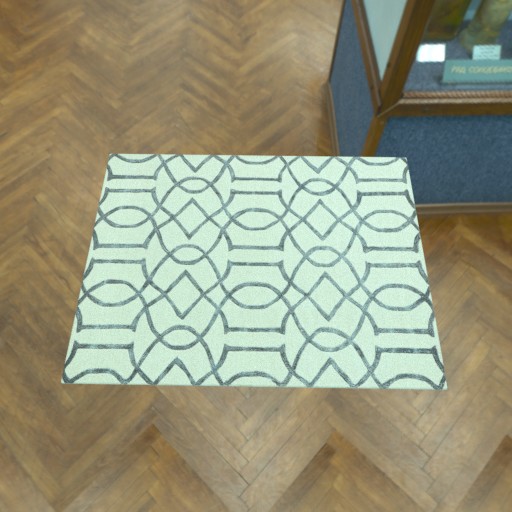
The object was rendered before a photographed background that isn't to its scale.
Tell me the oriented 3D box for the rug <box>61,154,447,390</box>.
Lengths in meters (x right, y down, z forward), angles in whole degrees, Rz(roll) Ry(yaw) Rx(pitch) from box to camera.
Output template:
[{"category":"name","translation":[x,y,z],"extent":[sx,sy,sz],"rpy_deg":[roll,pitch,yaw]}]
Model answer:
[{"category":"rug","translation":[0.000,0.000,3.838],"extent":[2.910,0.021,2.211],"rpy_deg":[1,63,0]}]
